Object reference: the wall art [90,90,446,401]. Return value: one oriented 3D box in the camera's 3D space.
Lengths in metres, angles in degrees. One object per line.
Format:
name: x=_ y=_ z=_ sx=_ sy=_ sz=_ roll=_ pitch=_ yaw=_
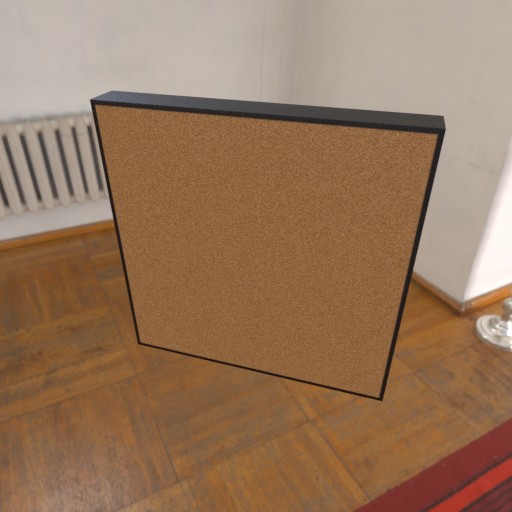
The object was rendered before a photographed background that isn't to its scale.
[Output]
wall art: x=0.000 y=0.000 z=0.461 sx=0.304 sy=0.303 sz=0.037 roll=9 pitch=34 yaw=14
